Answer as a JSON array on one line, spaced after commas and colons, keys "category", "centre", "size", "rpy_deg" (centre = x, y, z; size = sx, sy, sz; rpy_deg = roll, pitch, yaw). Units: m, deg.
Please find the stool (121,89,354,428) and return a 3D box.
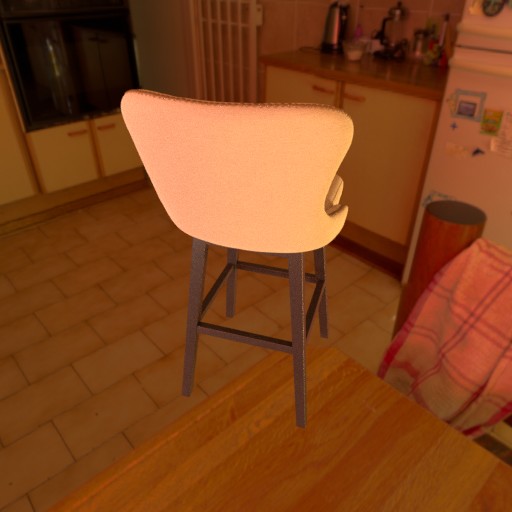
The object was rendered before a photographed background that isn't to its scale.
[{"category": "stool", "centre": [0.000, 0.000, 1.364], "size": [0.528, 1.066, 0.605], "rpy_deg": [10, 35, 15]}]
